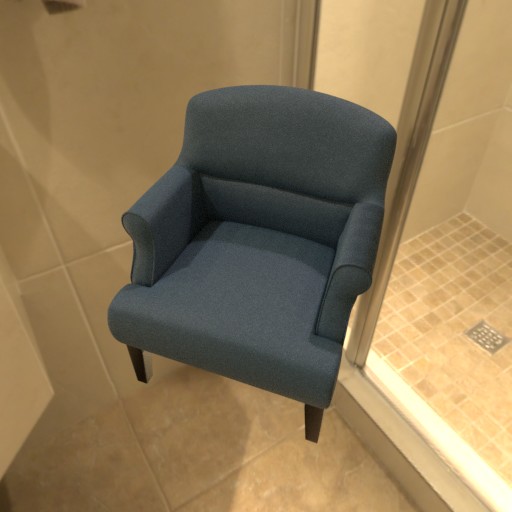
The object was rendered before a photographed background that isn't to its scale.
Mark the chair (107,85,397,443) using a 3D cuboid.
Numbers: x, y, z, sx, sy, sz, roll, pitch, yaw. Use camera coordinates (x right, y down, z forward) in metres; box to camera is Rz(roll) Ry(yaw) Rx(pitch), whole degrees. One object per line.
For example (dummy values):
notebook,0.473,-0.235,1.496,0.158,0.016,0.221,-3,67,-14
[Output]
chair,0.000,0.000,1.485,0.770,0.878,0.754,14,44,15
